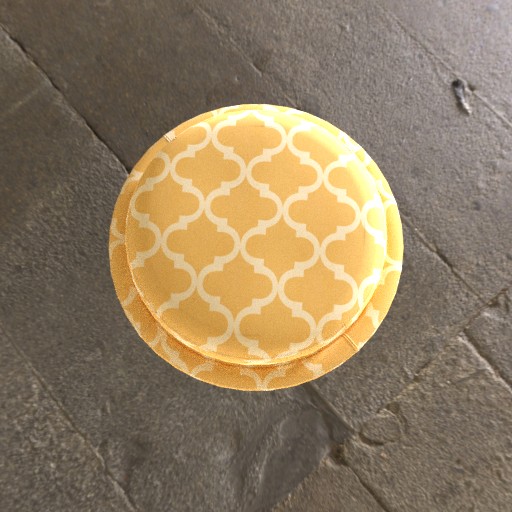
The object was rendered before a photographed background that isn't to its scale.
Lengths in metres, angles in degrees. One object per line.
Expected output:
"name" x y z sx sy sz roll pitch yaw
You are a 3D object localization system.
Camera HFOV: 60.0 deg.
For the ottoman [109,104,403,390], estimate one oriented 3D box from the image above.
"ottoman" 0.000 0.000 0.848 0.480 0.429 0.480 0 78 0
